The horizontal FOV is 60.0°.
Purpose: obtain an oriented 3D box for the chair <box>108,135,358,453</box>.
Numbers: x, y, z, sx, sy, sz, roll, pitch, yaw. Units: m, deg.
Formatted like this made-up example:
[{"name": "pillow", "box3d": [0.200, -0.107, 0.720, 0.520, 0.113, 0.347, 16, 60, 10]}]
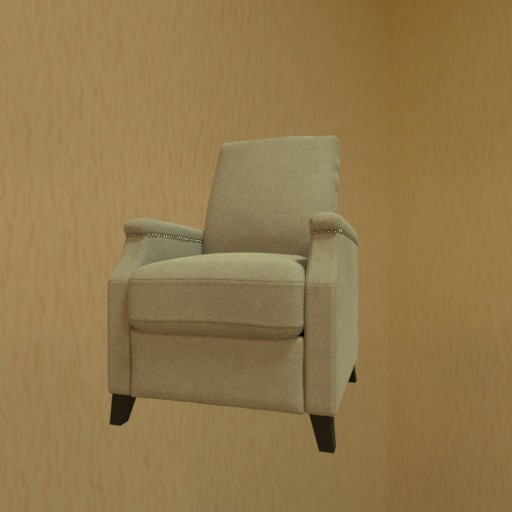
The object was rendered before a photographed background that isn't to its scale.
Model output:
[{"name": "chair", "box3d": [0.000, 0.000, 1.665, 0.710, 1.049, 0.922, 0, -1, 17]}]
